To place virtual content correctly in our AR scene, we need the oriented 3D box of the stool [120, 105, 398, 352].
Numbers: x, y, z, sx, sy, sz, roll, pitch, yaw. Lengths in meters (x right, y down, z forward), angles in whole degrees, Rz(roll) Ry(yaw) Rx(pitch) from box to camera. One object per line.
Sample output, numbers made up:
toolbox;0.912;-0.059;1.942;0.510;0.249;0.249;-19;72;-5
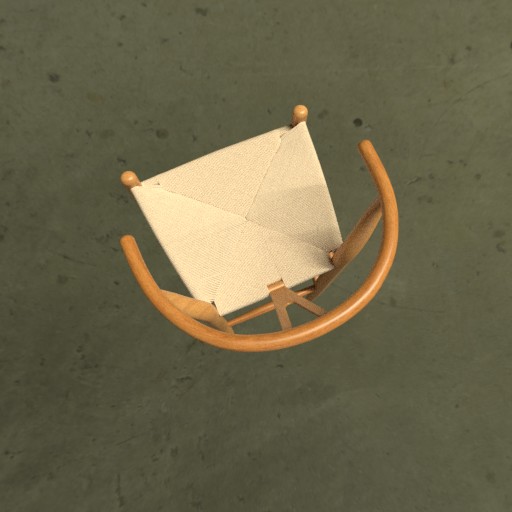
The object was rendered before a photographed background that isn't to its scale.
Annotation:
stool;0.000;0.000;1.336;0.569;0.970;0.579;-22;78;-5
